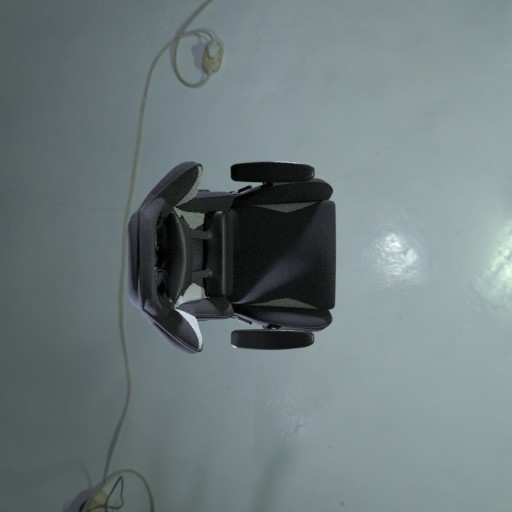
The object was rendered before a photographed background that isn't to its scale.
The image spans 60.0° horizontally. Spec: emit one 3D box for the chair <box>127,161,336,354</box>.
[{"bbox_3d":[0.000,0.000,1.740,0.695,1.300,0.730,0,91,1],"label":"chair"}]
